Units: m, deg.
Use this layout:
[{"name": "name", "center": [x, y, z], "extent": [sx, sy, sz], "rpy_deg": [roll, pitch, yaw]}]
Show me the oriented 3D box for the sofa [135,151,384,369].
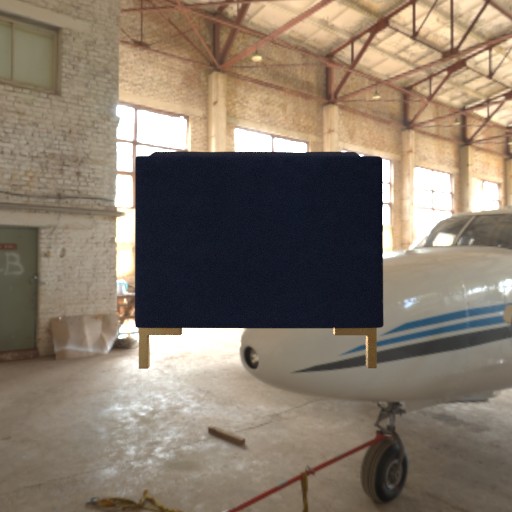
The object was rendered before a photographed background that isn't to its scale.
[{"name": "sofa", "center": [0.000, 0.000, 2.393], "extent": [0.796, 0.705, 2.102], "rpy_deg": [0, 0, 0]}]
